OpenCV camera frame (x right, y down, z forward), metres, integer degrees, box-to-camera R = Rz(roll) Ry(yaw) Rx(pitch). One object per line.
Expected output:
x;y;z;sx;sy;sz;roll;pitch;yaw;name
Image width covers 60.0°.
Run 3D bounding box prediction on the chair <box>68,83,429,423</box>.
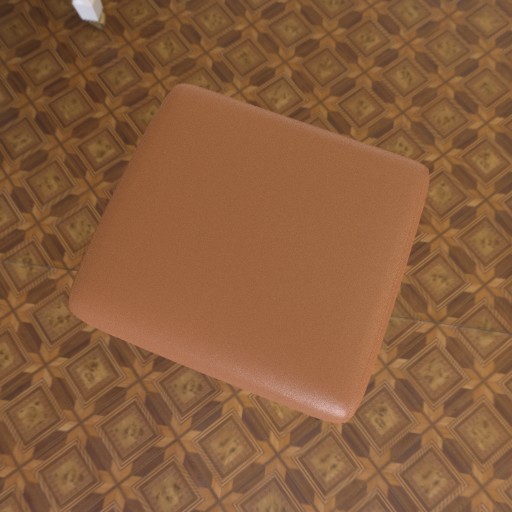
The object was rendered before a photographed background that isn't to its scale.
0.000;0.000;0.922;0.530;0.410;0.530;21;76;5;chair
